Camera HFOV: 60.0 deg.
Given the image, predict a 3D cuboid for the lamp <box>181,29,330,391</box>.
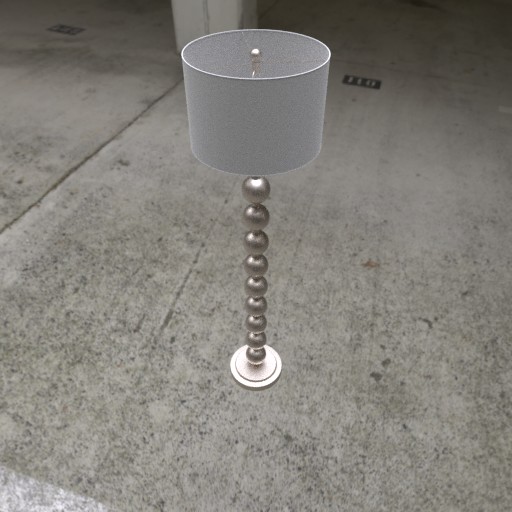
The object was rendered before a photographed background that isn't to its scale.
[{"bbox_3d":[0.000,0.000,1.662,0.394,1.474,0.394,12,44,13],"label":"lamp"}]
